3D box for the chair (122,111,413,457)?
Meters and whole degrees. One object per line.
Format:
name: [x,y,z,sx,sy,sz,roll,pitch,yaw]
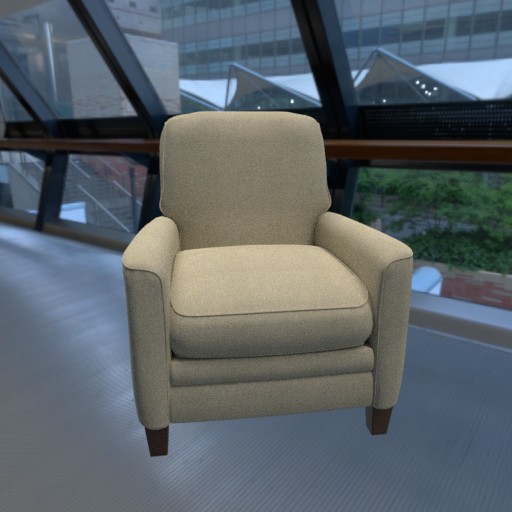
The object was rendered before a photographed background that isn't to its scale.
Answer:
chair: [0.000,0.000,1.592,0.850,1.006,0.853,-2,17,-8]
